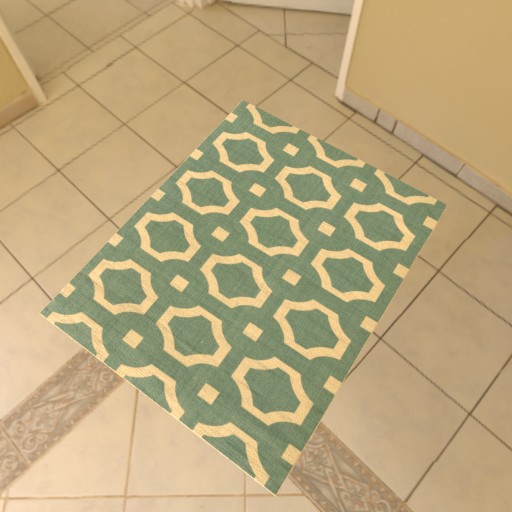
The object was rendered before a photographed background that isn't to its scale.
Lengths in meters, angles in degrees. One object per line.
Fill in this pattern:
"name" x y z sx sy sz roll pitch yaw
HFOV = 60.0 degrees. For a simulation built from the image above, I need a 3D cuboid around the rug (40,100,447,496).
"rug" 0.000 0.000 4.090 2.466 0.021 3.049 32 68 15
